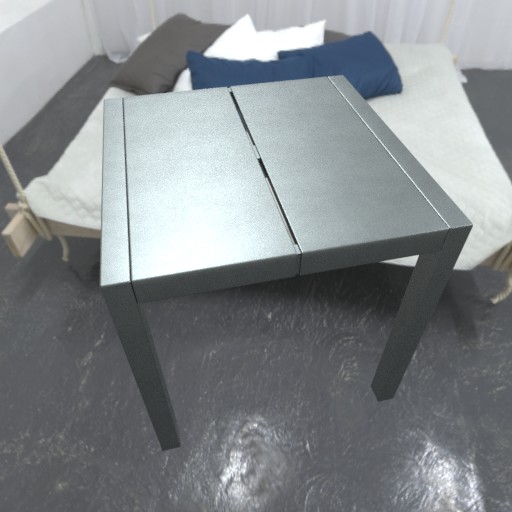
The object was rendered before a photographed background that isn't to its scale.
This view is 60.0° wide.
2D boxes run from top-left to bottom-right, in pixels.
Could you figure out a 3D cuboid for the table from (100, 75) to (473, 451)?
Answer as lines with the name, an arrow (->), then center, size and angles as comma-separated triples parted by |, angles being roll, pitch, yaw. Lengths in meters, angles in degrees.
table -> 0.000, 0.000, 0.930 | 0.508, 0.508, 0.508 | -9, 46, -9
